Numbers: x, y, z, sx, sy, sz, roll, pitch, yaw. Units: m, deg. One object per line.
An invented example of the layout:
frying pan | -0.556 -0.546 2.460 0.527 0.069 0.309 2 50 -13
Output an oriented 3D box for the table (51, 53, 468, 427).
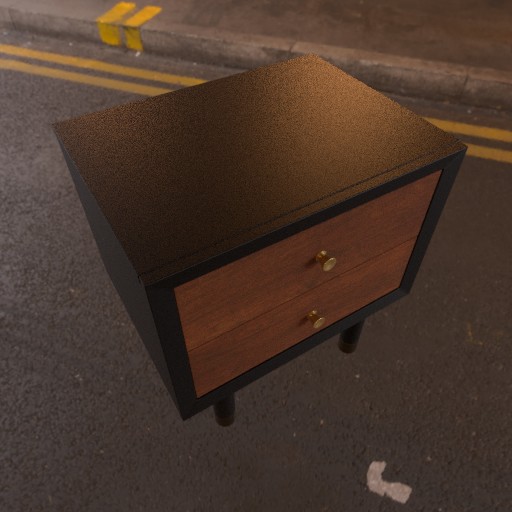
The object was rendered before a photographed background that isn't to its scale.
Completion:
table | 0.000 0.000 0.954 0.564 0.584 0.441 -24 51 -21
